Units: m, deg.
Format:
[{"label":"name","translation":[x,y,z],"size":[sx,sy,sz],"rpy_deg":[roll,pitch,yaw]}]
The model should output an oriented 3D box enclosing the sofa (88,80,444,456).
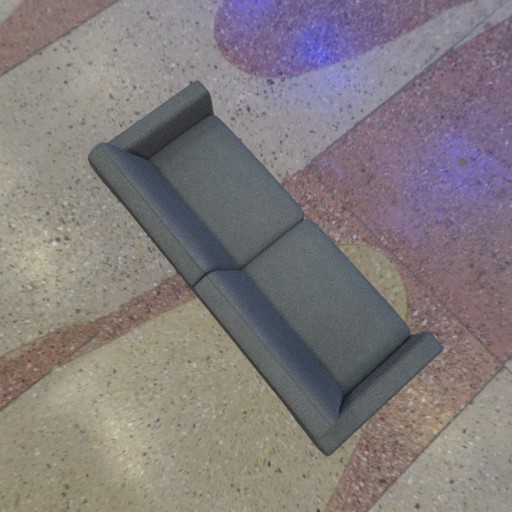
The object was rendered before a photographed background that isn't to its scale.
[{"label":"sofa","translation":[0.000,0.000,2.386],"size":[0.774,0.828,1.925],"rpy_deg":[-39,79,-9]}]
